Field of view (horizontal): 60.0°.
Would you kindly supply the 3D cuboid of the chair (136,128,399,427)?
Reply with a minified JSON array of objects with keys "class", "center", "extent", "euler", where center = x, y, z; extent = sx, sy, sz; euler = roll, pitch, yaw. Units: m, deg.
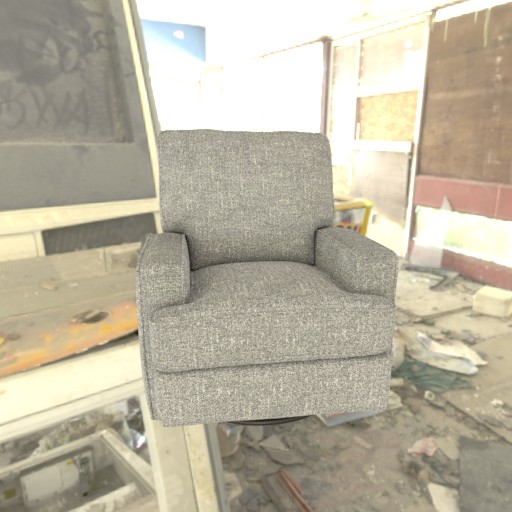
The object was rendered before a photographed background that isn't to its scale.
[{"class":"chair","center":[0.000,0.000,1.735],"extent":[0.861,0.962,0.964],"euler":[-2,16,-8]}]
